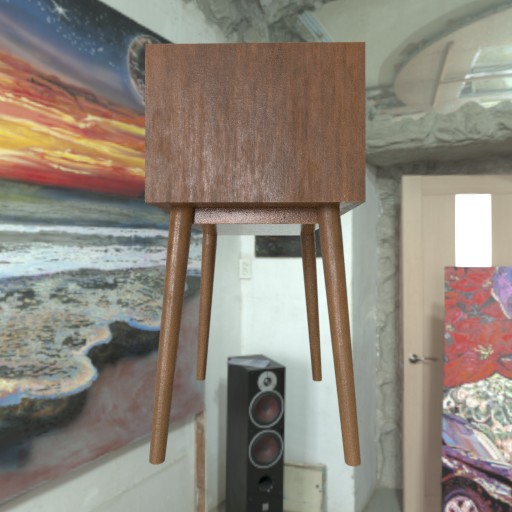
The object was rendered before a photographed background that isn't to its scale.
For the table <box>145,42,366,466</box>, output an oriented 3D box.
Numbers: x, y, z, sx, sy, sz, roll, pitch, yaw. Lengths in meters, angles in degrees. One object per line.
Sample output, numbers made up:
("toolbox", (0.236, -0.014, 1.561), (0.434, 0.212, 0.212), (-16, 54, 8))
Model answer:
("table", (0.000, 0.000, 0.831), (0.307, 0.580, 0.454), (0, 0, 1))
